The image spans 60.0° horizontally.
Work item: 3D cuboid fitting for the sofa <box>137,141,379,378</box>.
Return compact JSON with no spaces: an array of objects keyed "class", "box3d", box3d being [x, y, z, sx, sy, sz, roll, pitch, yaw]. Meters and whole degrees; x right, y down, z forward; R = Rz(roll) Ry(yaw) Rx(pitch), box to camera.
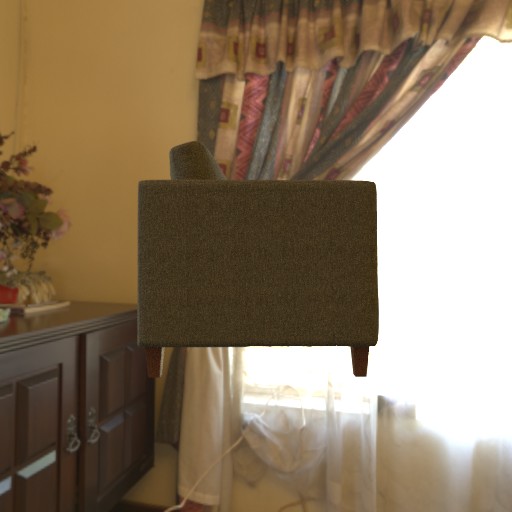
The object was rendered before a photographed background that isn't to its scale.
[{"class":"sofa","box3d":[0.000,0.000,2.757,0.948,0.965,2.208,0,0,-1]}]
